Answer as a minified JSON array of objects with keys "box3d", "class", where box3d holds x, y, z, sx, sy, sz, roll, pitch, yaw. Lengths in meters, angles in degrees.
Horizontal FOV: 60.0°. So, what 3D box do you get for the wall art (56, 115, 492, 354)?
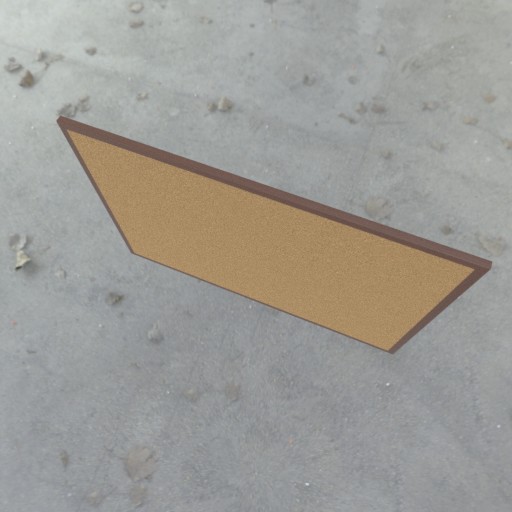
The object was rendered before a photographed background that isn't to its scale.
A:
[{"box3d":[0.000,0.000,0.833,0.660,0.455,0.014,20,66,10],"class":"wall art"}]
